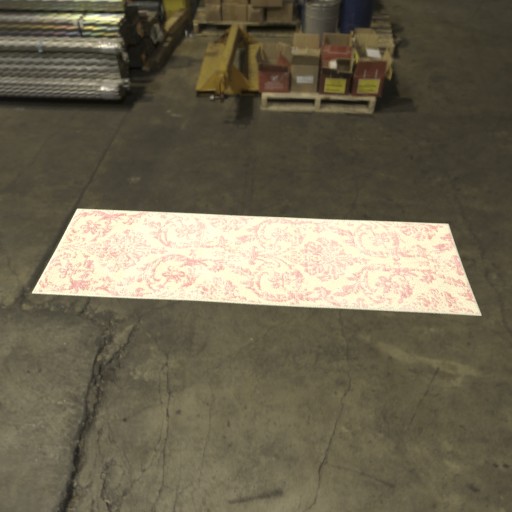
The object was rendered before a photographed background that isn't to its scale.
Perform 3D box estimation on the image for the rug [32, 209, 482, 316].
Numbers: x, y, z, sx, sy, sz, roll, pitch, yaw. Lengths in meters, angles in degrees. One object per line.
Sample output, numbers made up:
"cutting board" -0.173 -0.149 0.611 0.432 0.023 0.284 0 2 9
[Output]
"rug" 0.000 0.000 2.388 2.196 0.011 0.662 3 46 3
